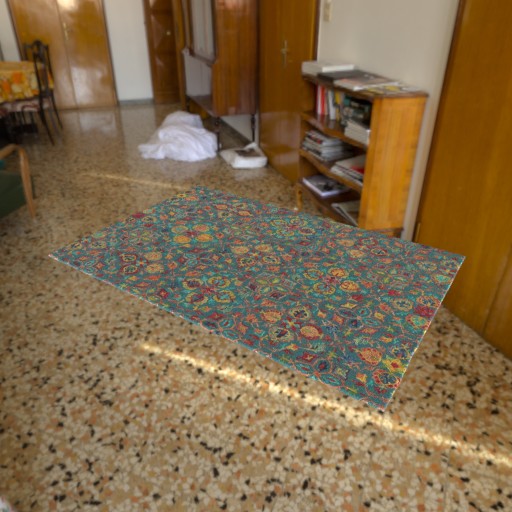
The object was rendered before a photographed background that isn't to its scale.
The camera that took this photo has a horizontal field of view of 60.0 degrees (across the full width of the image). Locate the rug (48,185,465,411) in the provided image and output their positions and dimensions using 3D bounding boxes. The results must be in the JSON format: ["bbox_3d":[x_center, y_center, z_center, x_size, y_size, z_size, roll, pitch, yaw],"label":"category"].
[{"bbox_3d":[0.000,0.000,2.334,1.836,0.014,1.216,19,35,29],"label":"rug"}]
